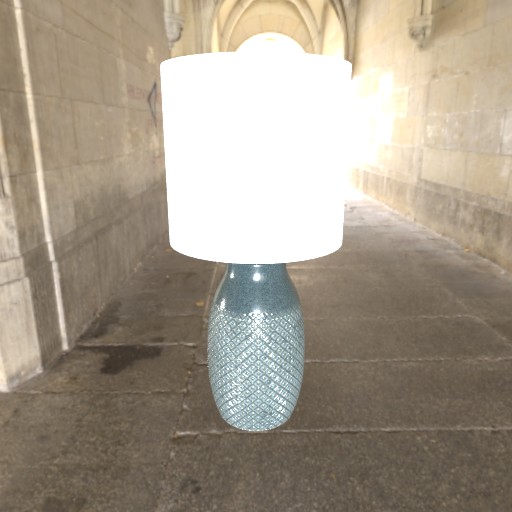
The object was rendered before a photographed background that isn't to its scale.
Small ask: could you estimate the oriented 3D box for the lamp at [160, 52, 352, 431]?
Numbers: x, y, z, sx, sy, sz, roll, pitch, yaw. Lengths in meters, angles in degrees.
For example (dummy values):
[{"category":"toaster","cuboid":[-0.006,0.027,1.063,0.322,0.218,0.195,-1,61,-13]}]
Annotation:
[{"category":"lamp","cuboid":[0.000,0.000,0.574,0.217,0.453,0.217,15,22,42]}]
